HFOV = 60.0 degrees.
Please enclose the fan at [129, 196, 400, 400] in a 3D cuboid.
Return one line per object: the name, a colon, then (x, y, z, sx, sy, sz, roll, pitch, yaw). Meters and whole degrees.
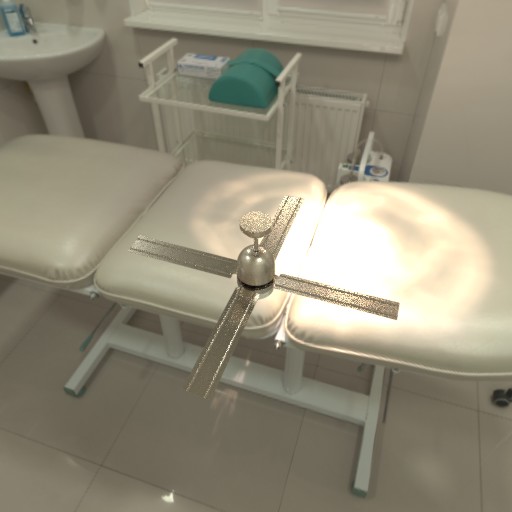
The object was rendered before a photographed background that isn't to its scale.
fan: (0.000, 0.000, 2.047, 1.346, 0.406, 1.346, 13, 45, 13)
